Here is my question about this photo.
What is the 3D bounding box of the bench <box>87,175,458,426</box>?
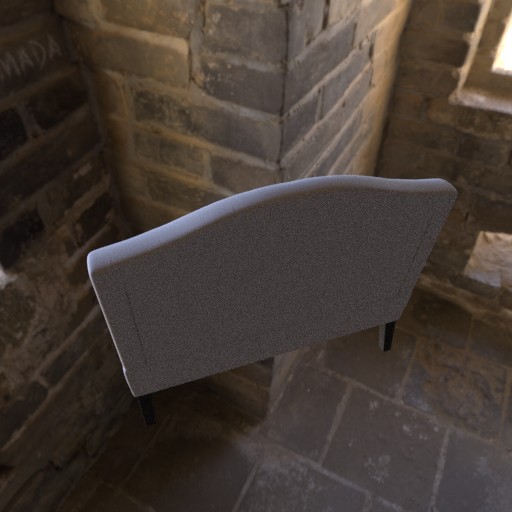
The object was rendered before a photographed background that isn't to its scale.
[{"bbox_3d":[0.000,0.000,2.038,1.335,1.180,0.815,-13,43,-15],"label":"bench"}]
